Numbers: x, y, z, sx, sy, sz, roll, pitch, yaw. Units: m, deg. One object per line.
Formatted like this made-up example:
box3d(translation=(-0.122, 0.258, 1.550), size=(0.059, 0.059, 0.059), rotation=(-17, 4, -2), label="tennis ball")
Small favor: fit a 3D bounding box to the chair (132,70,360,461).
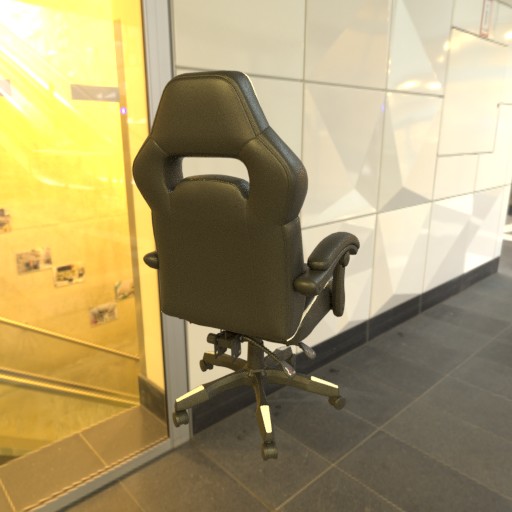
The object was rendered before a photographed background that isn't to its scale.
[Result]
box3d(translation=(0.000, 0.000, 1.629), size=(0.676, 1.200, 0.700), rotation=(8, 18, 27), label="chair")
